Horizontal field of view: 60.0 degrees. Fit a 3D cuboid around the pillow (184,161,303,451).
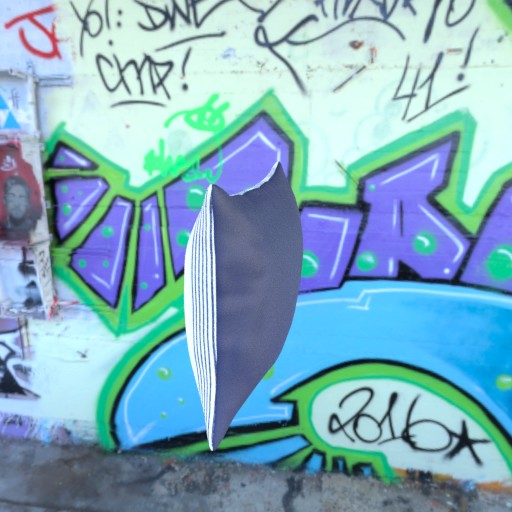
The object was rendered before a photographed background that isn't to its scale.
[{"bbox_3d":[0.000,0.000,0.727,0.151,0.287,0.610,2,14,8],"label":"pillow"}]
